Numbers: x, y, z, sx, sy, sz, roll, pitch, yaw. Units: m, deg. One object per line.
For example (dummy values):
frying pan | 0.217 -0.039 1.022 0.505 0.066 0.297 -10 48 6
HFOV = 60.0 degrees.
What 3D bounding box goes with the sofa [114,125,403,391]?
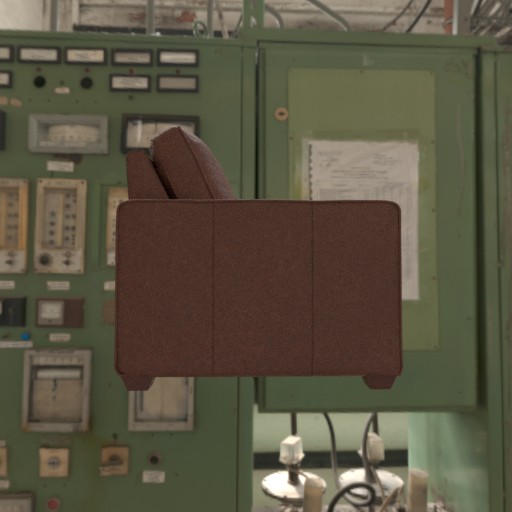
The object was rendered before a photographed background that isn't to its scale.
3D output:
sofa | 0.000 0.000 2.248 0.947 0.918 1.709 0 -2 -1
